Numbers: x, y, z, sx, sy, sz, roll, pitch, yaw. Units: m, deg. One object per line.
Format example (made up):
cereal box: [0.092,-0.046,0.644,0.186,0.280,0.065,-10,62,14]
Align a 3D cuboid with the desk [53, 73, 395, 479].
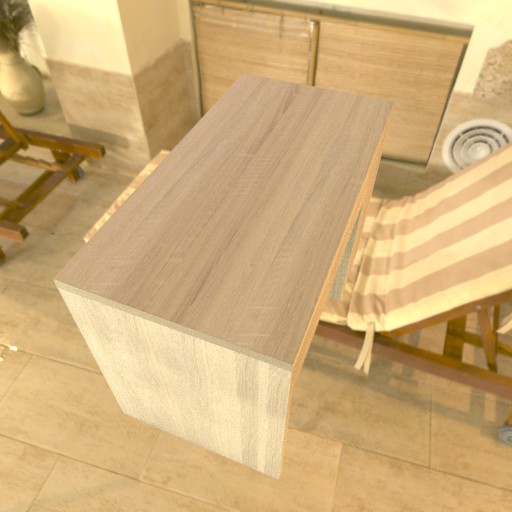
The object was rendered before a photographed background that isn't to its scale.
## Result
desk: [0.000,0.000,1.549,0.600,0.731,1.100,17,50,15]
